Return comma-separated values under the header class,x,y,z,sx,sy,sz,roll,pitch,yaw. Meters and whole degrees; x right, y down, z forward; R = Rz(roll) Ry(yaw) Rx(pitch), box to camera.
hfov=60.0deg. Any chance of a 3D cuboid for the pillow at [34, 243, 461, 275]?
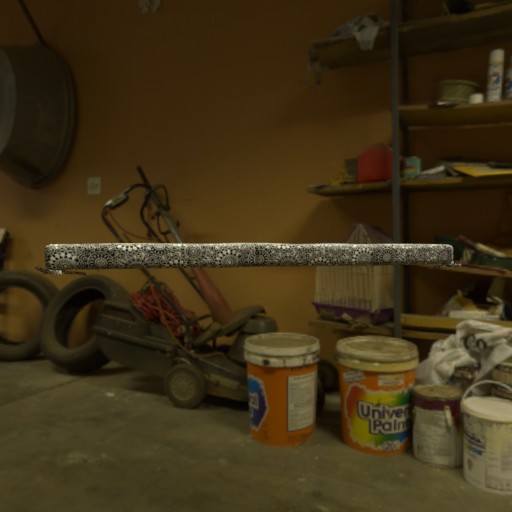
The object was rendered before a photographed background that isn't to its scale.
class,x,y,z,sx,sy,sz,roll,pitch,yaw
pillow,0.000,0.000,1.367,1.187,0.081,0.492,0,1,-19
